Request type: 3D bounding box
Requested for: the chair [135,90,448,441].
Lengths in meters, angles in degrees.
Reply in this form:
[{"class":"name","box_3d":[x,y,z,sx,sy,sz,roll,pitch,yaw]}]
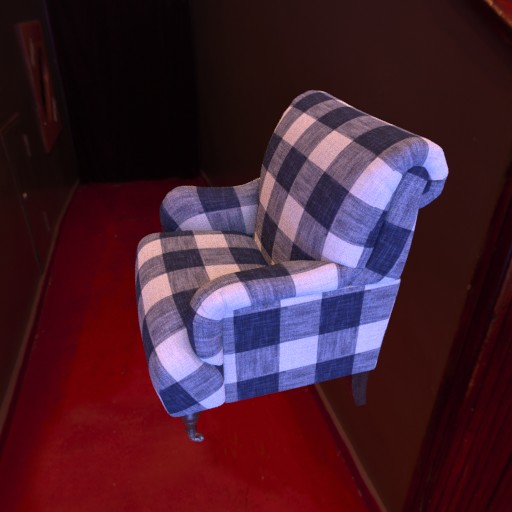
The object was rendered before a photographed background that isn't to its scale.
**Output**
[{"class":"chair","box_3d":[0.000,0.000,1.551,0.848,0.953,0.781,-9,32,-14]}]
